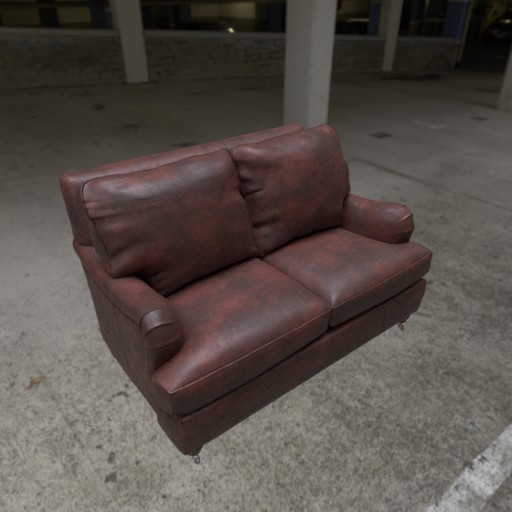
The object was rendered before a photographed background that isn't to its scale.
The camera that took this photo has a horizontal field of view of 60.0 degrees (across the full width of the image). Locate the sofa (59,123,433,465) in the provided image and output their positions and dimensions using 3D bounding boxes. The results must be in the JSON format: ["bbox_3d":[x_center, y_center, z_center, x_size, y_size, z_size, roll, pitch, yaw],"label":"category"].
[{"bbox_3d":[0.000,0.000,2.333,1.628,1.070,1.148,-22,38,-31],"label":"sofa"}]
